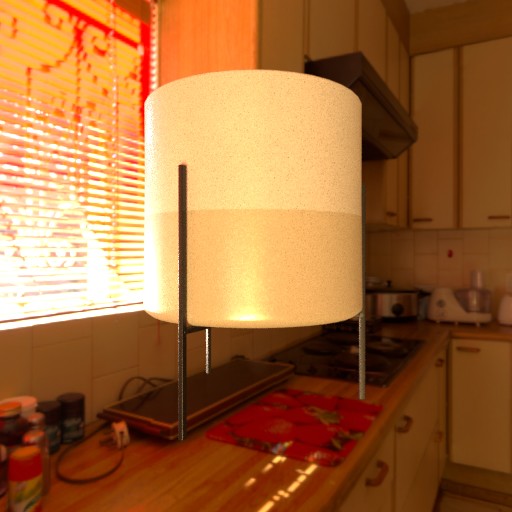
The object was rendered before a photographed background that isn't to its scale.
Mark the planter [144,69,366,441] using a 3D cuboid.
[{"bbox_3d":[0.000,0.000,0.747,0.368,0.484,0.359,0,0,0],"label":"planter"}]
